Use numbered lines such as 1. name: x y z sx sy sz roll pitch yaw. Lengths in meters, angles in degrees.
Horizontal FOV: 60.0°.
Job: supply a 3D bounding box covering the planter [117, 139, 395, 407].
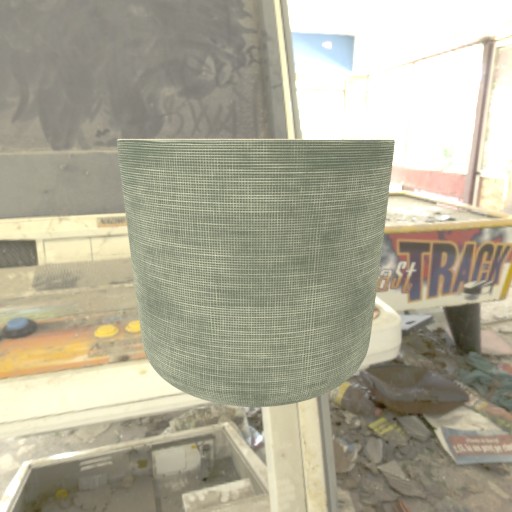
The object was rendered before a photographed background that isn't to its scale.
1. planter: 0.000 0.000 0.782 0.440 0.398 0.440 0 15 0
